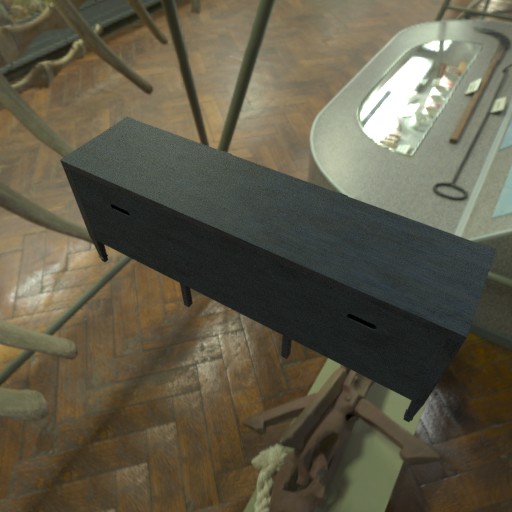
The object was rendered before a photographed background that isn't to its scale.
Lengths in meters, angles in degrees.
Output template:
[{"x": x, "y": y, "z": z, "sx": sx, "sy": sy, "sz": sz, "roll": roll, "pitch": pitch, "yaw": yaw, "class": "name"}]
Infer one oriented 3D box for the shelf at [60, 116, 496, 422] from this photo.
[{"x": 0.000, "y": 0.000, "z": 2.160, "sx": 1.878, "sy": 0.715, "sz": 0.471, "roll": 24, "pitch": 52, "yaw": 21, "class": "shelf"}]
